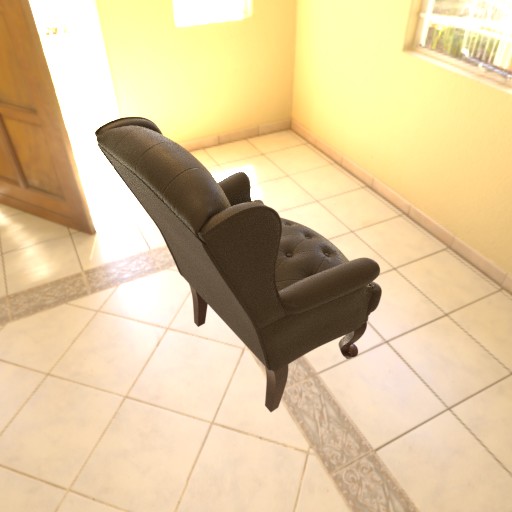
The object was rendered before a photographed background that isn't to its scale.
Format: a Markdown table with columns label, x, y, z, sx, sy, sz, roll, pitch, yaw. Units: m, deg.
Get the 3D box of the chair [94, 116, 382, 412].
| label | x | y | z | sx | sy | sz | roll | pitch | yaw |
| --- | --- | --- | --- | --- | --- | --- | --- | --- | --- |
| chair | 0.000 | 0.000 | 1.720 | 0.819 | 1.132 | 0.829 | -26 | 47 | -27 |
